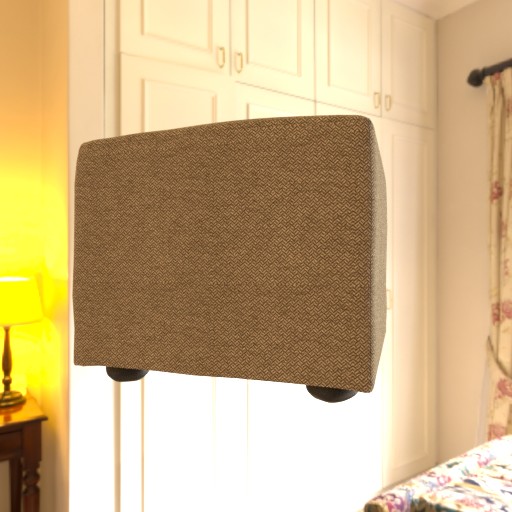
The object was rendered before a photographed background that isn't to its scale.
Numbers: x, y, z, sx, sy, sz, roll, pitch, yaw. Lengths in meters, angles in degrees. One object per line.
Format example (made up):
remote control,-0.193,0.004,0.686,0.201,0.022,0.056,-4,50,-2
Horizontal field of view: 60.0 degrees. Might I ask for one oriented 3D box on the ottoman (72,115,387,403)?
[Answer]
ottoman,0.000,0.000,0.925,0.512,0.453,0.519,0,0,18
